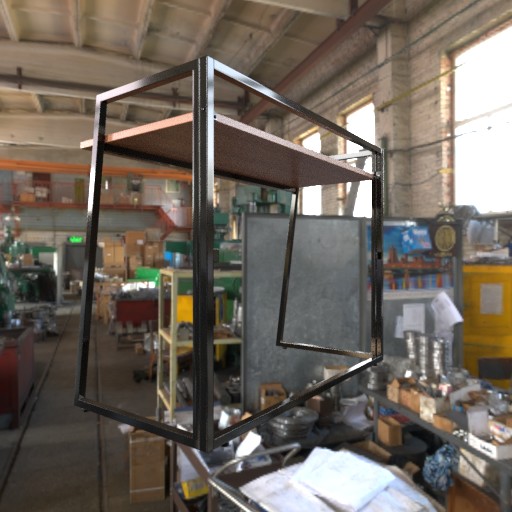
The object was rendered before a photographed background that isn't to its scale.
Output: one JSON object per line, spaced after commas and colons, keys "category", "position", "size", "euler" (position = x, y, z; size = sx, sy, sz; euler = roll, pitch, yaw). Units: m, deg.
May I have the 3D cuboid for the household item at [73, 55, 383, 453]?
{"category": "household item", "position": [0.000, 0.000, 1.518], "size": [0.510, 0.860, 1.050], "euler": [0, 0, 36]}
